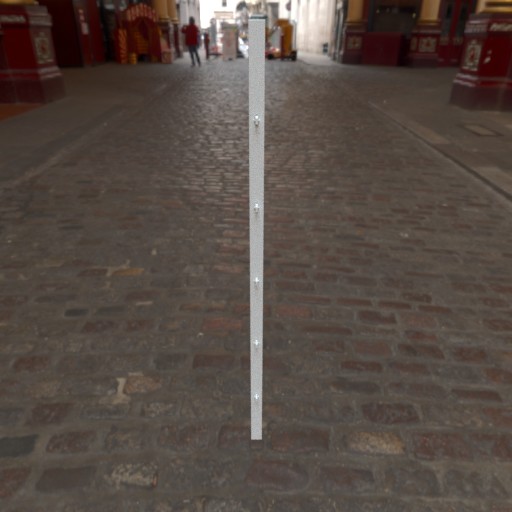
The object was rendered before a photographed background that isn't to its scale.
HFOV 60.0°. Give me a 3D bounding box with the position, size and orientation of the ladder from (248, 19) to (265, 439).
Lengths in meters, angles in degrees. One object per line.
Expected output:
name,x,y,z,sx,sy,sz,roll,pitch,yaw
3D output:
ladder,0.000,0.000,1.916,0.051,1.797,0.452,0,27,-1
